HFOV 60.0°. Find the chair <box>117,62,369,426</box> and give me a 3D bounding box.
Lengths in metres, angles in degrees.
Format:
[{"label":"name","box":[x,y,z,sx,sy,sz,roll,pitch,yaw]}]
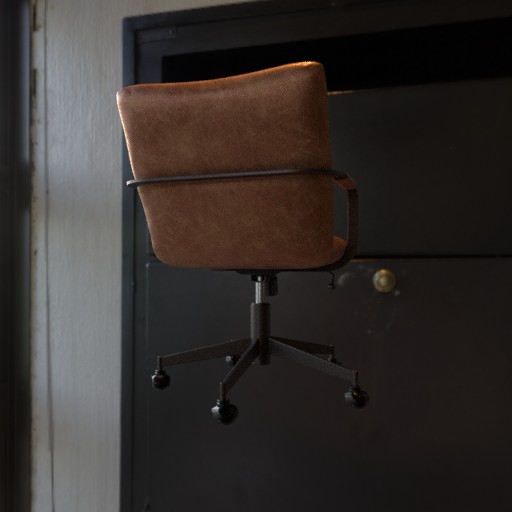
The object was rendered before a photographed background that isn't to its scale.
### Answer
[{"label":"chair","box":[0.000,0.000,1.460,0.727,0.922,0.754,0,-1,18]}]
